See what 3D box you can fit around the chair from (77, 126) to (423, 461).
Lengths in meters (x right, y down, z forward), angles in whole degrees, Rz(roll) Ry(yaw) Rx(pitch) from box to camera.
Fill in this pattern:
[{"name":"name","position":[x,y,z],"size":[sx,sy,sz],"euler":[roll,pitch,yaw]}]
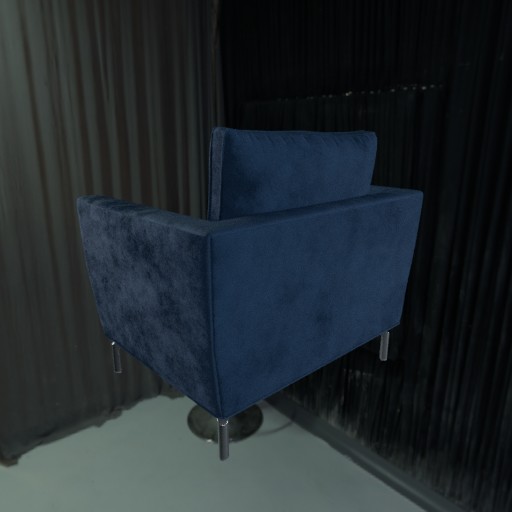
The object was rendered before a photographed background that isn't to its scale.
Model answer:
[{"name":"chair","position":[0.000,0.000,1.596],"size":[0.977,0.893,0.746],"euler":[-14,22,-41]}]
